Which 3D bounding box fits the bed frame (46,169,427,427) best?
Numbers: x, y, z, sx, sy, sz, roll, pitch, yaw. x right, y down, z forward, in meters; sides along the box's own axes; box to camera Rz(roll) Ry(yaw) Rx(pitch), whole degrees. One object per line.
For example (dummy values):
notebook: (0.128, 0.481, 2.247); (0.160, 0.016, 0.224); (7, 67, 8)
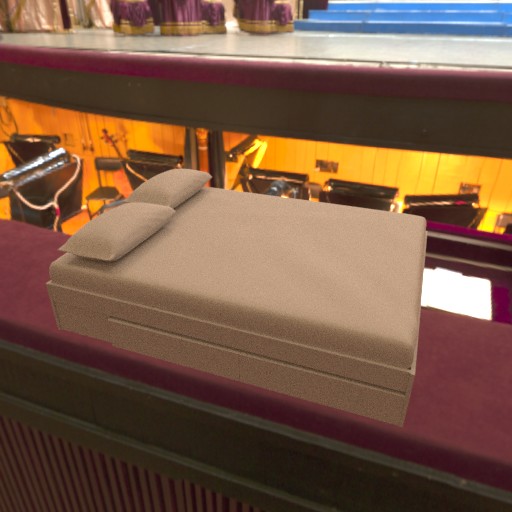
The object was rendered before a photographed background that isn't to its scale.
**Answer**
bed frame: (0.000, 0.000, 2.729); (1.950, 0.629, 1.450); (10, 31, 18)
